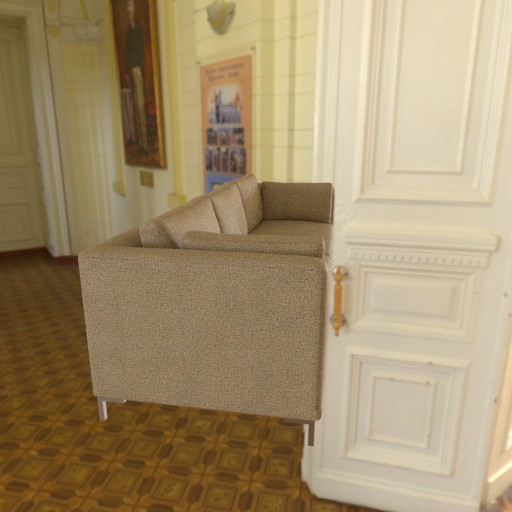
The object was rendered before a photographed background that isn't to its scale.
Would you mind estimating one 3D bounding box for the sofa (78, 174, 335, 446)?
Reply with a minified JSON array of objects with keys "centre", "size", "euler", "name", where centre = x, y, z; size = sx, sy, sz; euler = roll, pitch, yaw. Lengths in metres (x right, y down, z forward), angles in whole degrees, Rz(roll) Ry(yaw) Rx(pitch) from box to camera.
[{"centre":[0.000,0.000,2.852],"size":[0.969,0.867,2.415],"euler":[3,16,10],"name":"sofa"}]
